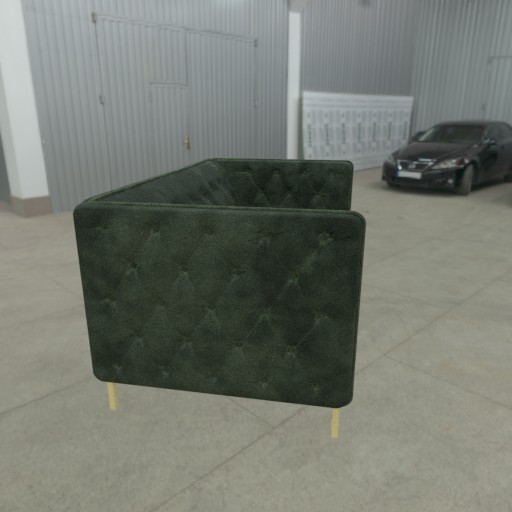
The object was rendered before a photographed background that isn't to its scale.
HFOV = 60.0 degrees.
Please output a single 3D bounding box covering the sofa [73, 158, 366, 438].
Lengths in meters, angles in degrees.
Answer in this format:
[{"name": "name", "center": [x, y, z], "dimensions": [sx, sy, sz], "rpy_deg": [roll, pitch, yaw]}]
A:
[{"name": "sofa", "center": [0.000, 0.000, 2.087], "dimensions": [0.895, 0.768, 1.537], "rpy_deg": [3, 18, 10]}]
